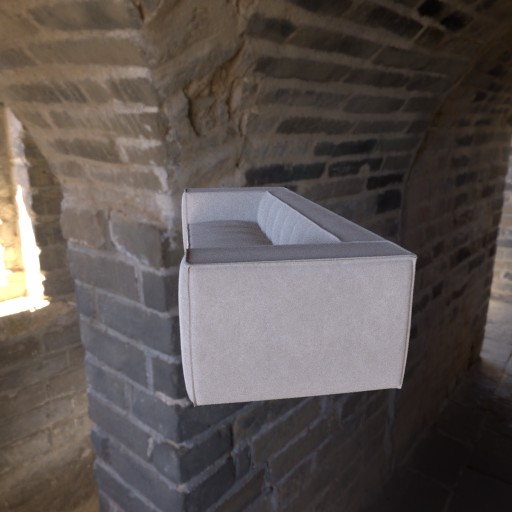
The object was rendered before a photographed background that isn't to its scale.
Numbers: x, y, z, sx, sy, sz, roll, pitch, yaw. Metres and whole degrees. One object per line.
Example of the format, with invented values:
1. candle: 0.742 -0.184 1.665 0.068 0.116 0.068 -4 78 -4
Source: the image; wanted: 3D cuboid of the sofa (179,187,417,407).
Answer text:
1. sofa: 0.000 0.000 3.132 1.038 0.680 2.697 -2 15 -9
